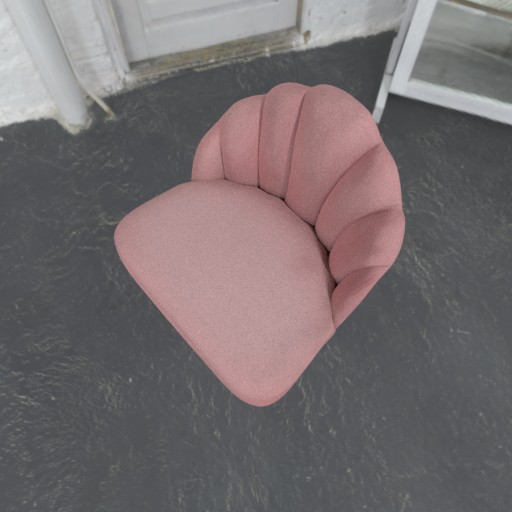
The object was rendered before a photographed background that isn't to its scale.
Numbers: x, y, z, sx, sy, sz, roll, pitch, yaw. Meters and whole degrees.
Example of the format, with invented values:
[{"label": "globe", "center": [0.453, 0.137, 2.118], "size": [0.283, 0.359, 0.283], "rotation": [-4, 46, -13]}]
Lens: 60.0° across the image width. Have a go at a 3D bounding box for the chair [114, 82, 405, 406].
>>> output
[{"label": "chair", "center": [0.000, 0.000, 1.268], "size": [0.599, 0.819, 0.657], "rotation": [-39, 70, -17]}]
